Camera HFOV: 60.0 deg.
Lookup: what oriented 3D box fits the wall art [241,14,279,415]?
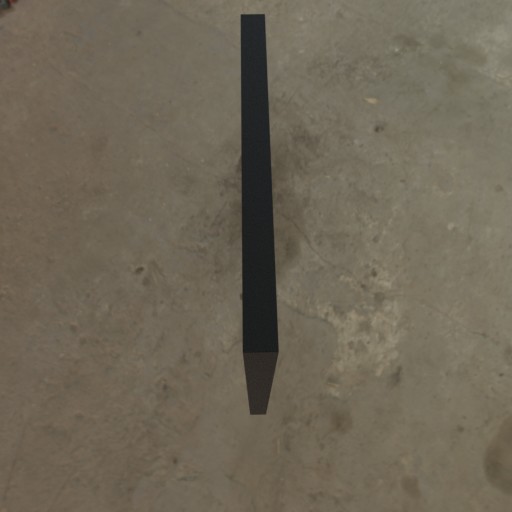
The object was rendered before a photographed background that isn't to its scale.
[{"bbox_3d":[0.000,0.000,0.543,0.024,0.404,0.329,-1,65,0],"label":"wall art"}]
